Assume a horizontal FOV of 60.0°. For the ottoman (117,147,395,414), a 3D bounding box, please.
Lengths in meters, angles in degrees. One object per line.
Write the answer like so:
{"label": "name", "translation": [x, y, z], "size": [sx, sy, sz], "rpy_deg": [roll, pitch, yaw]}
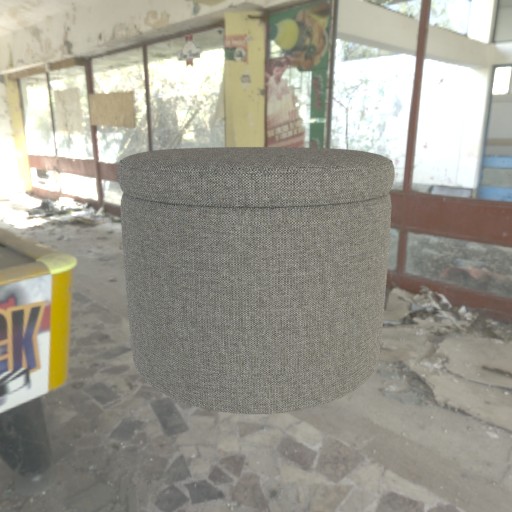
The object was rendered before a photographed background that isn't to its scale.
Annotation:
{"label": "ottoman", "translation": [0.000, 0.000, 0.910], "size": [0.520, 0.430, 0.520], "rpy_deg": [0, 16, 0]}
